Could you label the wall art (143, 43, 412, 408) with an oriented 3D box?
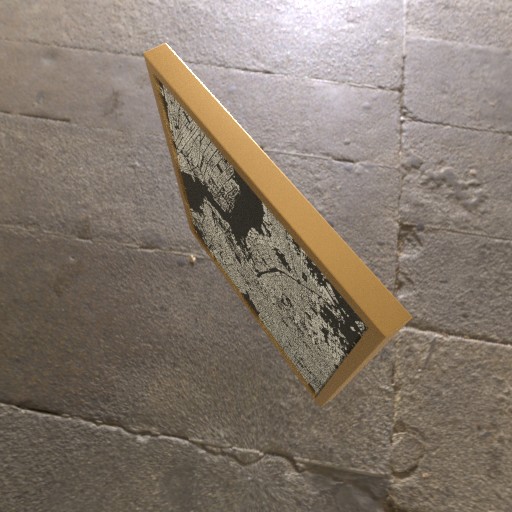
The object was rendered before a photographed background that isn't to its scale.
[{"bbox_3d":[0.000,0.000,0.463,0.023,0.305,0.305,-32,68,-15],"label":"wall art"}]
